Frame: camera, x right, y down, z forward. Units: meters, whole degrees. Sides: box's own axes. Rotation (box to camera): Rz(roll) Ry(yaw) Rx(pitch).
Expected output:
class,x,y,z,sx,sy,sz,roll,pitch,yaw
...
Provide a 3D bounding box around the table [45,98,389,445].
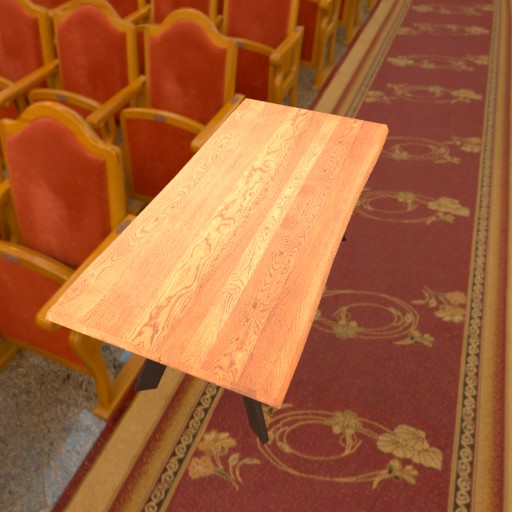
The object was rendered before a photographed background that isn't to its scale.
class,x,y,z,sx,sy,sz,roll,pitch,yaw
table,0.000,0.000,2.300,0.900,0.770,1.800,16,47,16
